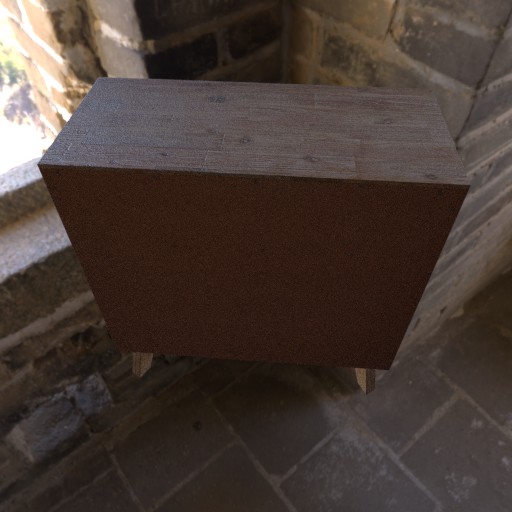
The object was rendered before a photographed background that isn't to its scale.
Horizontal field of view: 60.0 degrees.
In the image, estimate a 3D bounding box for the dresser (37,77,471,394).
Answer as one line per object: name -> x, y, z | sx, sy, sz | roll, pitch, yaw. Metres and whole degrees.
dresser -> 0.000, 0.000, 1.544 | 0.998, 1.029, 0.455 | 3, 47, 3
